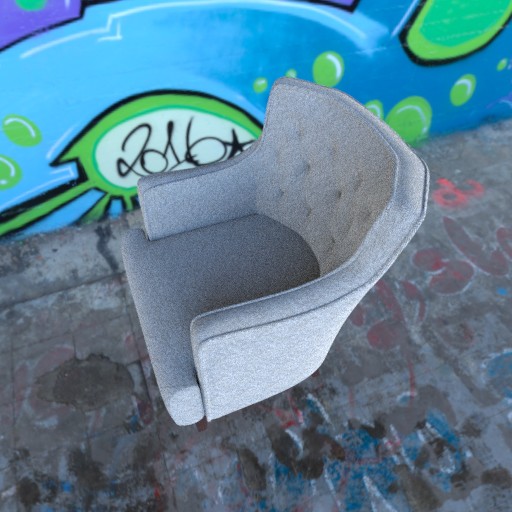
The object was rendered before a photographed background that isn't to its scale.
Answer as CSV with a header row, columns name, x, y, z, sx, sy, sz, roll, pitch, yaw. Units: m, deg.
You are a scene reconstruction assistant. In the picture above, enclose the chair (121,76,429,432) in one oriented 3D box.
name,x,y,z,sx,sy,sz,roll,pitch,yaw
chair,0.000,0.000,1.635,0.910,0.920,0.820,-17,49,-15
